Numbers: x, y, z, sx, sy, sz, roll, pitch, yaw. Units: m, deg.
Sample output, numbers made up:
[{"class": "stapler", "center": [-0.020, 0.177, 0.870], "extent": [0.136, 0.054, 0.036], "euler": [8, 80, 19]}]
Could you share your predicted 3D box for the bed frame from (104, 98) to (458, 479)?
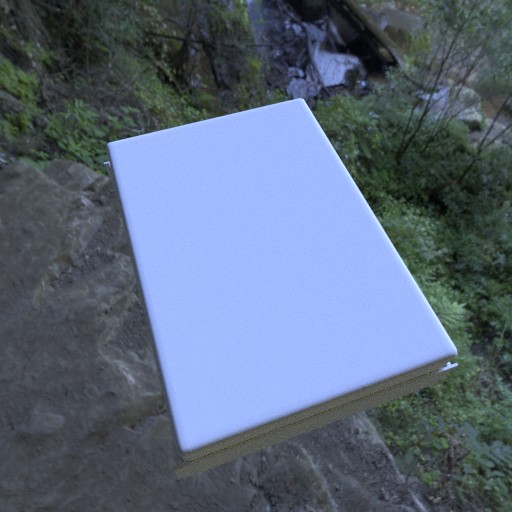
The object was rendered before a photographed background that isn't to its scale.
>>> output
[{"class": "bed frame", "center": [0.000, 0.000, 2.614], "extent": [1.445, 0.497, 1.945], "euler": [-16, 59, -10]}]
